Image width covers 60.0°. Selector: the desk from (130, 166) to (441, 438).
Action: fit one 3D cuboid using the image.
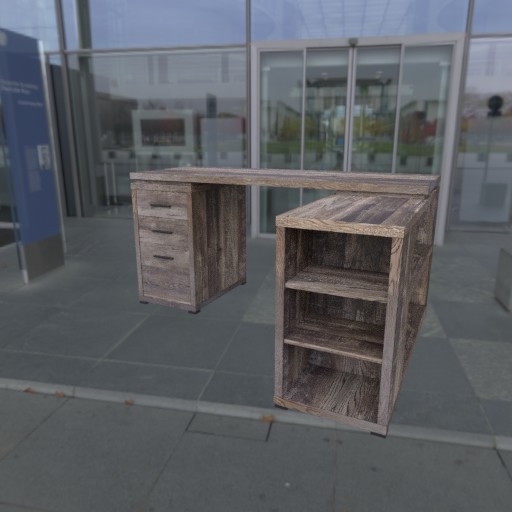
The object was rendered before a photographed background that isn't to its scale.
[{"bbox_3d":[0.000,0.000,2.175,1.524,0.753,1.200,7,17,25],"label":"desk"}]
